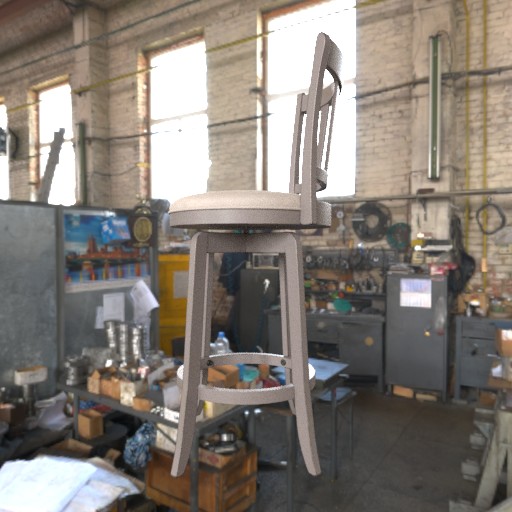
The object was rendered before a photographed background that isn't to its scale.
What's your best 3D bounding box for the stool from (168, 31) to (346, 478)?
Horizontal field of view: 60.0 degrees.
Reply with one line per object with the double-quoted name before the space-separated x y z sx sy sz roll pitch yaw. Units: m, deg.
"stool" 0.000 0.000 1.219 0.475 1.023 0.436 0 1 -1
